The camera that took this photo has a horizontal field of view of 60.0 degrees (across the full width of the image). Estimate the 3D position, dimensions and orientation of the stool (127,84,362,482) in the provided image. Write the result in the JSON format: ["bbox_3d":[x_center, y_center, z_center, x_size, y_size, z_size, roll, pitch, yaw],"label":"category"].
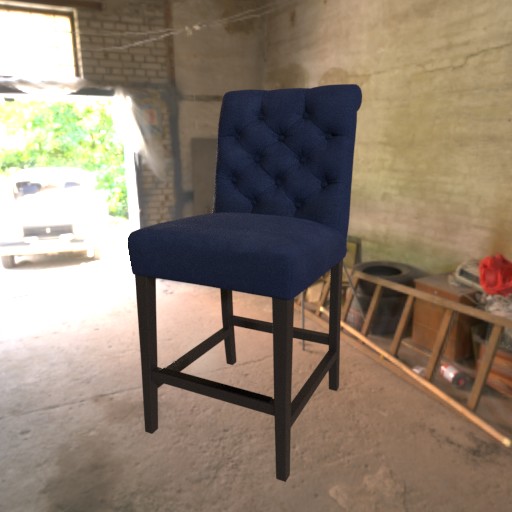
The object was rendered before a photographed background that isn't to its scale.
[{"bbox_3d":[0.000,0.000,1.344,0.493,1.010,0.601,7,16,26],"label":"stool"}]
